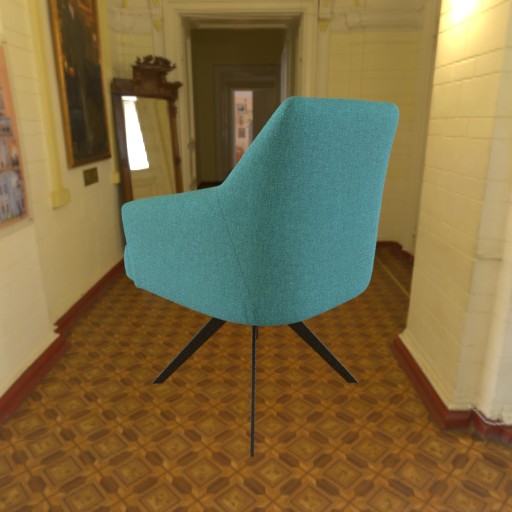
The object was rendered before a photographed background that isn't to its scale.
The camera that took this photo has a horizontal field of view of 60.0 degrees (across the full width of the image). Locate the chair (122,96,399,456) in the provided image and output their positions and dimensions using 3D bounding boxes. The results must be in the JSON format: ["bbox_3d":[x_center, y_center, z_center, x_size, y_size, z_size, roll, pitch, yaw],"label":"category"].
[{"bbox_3d":[0.000,0.000,1.340,0.642,0.874,0.677,-16,23,-42],"label":"chair"}]
